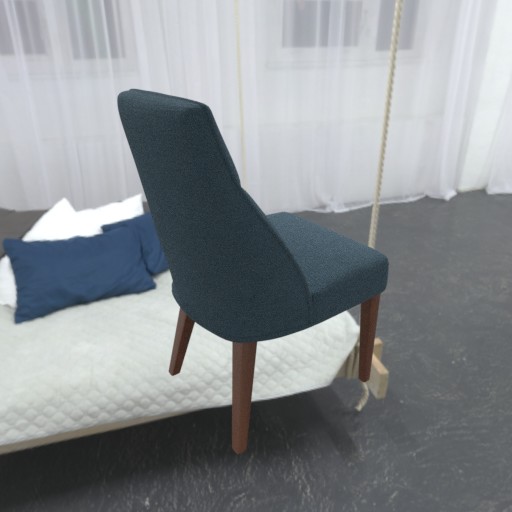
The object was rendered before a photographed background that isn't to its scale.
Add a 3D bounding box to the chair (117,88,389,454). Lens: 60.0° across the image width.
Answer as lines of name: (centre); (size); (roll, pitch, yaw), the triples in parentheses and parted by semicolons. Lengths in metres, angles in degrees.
chair: (0.000, 0.000, 1.291); (0.620, 0.930, 0.500); (-18, 31, -32)
